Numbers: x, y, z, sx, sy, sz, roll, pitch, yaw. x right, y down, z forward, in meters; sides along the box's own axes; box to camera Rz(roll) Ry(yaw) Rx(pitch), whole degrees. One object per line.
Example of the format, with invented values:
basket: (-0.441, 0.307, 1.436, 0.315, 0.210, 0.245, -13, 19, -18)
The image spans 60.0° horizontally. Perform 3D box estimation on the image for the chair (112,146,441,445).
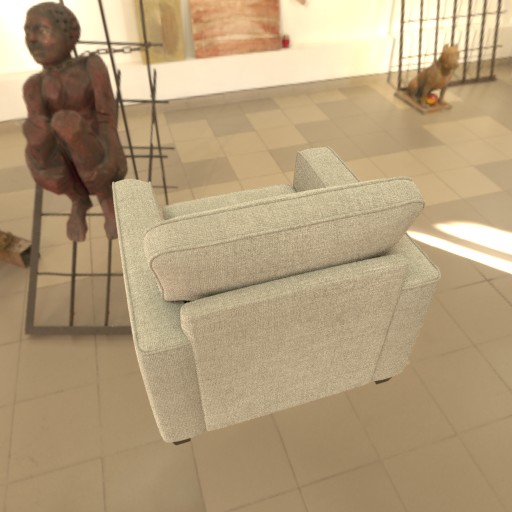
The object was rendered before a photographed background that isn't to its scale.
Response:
chair: (0.000, 0.000, 1.767, 1.015, 0.965, 0.939, -12, 44, -13)
